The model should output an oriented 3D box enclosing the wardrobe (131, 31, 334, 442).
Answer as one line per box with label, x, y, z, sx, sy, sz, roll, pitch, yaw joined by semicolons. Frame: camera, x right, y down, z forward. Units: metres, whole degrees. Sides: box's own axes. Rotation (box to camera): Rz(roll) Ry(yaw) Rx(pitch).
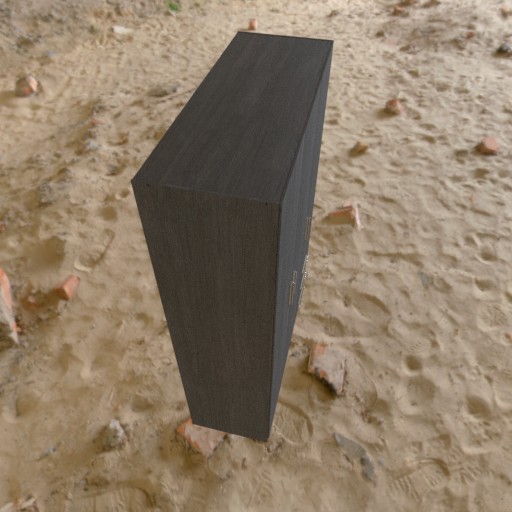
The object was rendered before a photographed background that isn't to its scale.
wardrobe;0.000;0.000;2.502;0.510;1.910;1.290;10;48;9
